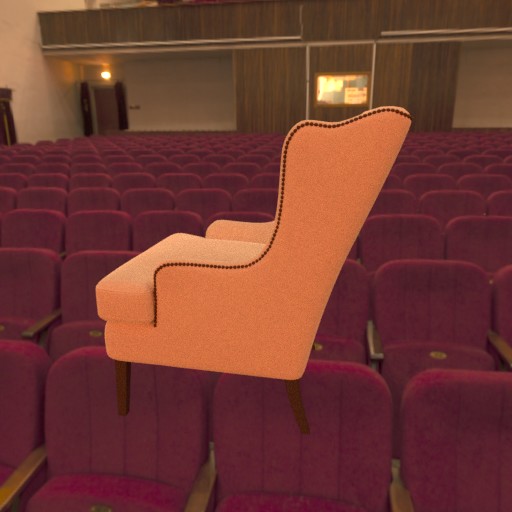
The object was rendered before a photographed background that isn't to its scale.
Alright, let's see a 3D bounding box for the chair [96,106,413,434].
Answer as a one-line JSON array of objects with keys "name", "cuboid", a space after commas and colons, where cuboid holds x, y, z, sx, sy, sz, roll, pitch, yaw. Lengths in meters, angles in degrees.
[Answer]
[{"name": "chair", "cuboid": [0.000, 0.000, 1.651, 0.940, 1.029, 0.737, 2, 15, 9]}]
